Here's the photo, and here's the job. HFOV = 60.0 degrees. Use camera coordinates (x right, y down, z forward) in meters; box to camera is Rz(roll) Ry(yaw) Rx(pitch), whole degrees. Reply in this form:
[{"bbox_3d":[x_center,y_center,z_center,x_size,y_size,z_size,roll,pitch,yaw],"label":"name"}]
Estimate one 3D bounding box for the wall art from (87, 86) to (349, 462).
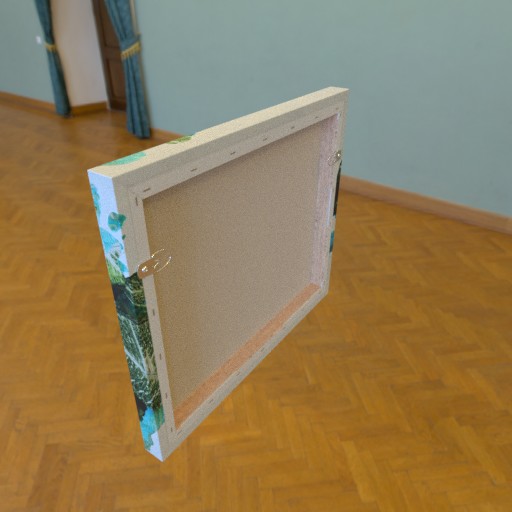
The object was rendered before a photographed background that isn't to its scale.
[{"bbox_3d":[0.000,0.000,0.710,0.041,0.435,0.507,21,37,30],"label":"wall art"}]
